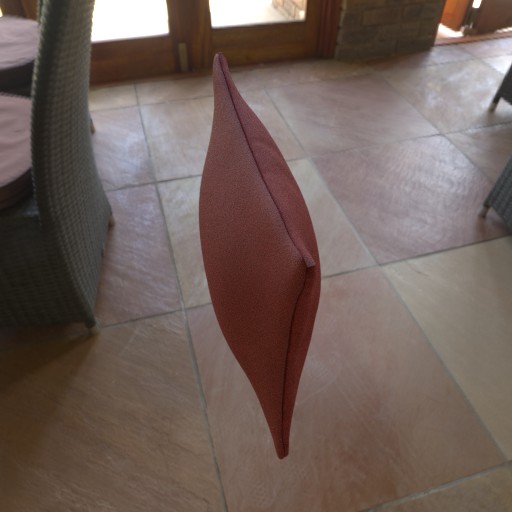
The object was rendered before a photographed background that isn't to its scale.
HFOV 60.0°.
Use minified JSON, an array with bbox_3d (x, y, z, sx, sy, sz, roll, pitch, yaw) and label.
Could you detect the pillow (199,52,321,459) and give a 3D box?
[{"bbox_3d":[0.000,0.000,0.642,0.151,0.416,0.435,-9,47,-9],"label":"pillow"}]
